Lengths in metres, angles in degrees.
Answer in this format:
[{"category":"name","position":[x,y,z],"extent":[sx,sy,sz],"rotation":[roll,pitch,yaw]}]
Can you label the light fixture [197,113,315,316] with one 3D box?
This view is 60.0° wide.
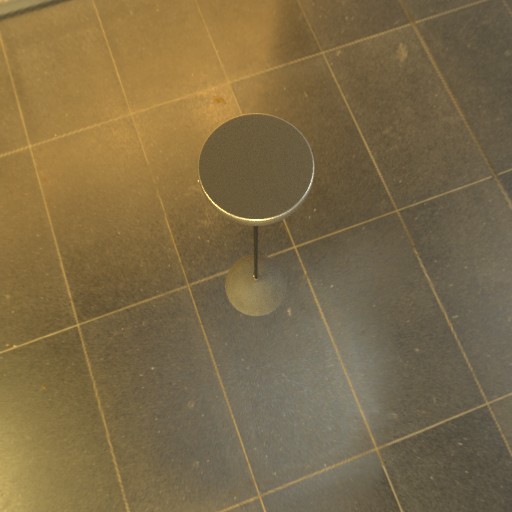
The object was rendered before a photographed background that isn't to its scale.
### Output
[{"category":"light fixture","position":[0.000,0.000,0.814],"extent":[0.153,0.760,0.153],"rotation":[-39,79,-9]}]
